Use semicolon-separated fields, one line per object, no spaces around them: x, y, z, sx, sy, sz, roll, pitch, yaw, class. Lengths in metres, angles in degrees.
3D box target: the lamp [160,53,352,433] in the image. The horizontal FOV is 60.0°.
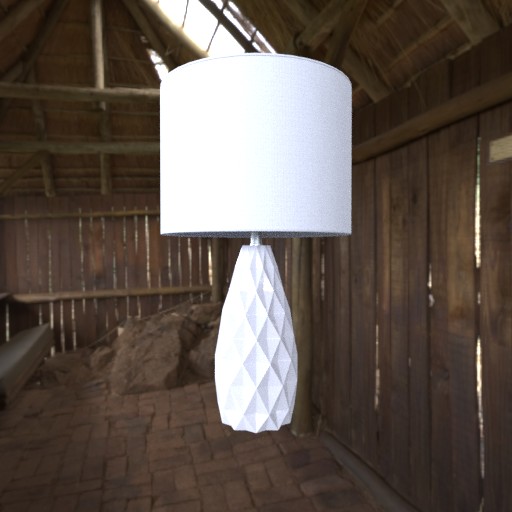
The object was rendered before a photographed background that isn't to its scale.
0.000;0.000;0.707;0.297;0.522;0.297;0;1;0;lamp
